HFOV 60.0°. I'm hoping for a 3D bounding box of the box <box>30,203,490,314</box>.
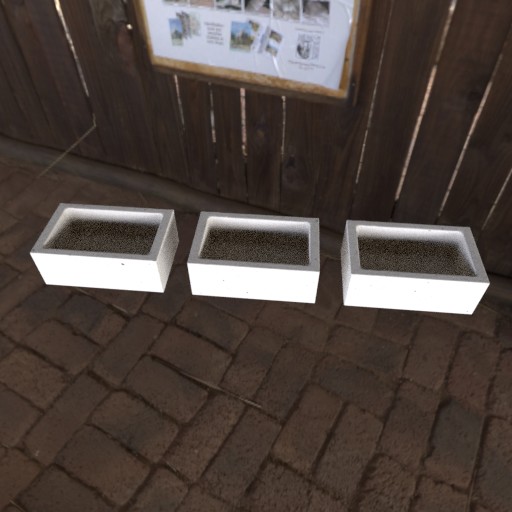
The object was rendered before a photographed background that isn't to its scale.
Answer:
[{"bbox_3d":[0.000,0.000,0.488,0.461,0.051,0.082,4,46,4],"label":"box"}]
